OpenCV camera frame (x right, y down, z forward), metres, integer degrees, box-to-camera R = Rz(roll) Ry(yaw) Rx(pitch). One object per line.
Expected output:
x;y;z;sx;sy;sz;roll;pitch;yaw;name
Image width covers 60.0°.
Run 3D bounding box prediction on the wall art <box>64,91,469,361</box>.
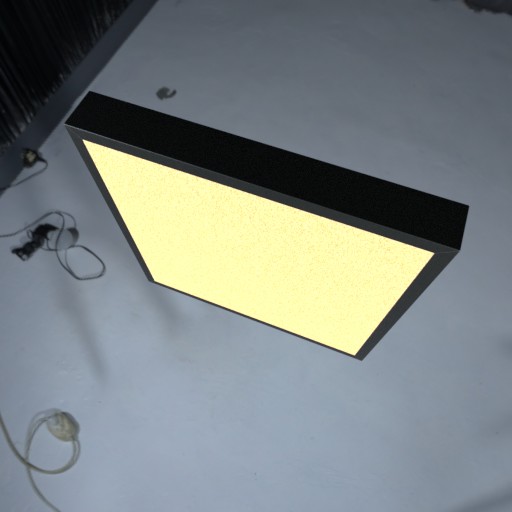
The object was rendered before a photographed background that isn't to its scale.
0.000;0.000;0.460;0.304;0.304;0.038;19;65;9;wall art
